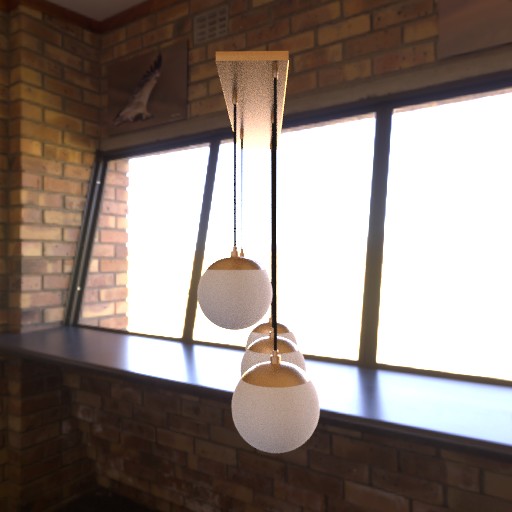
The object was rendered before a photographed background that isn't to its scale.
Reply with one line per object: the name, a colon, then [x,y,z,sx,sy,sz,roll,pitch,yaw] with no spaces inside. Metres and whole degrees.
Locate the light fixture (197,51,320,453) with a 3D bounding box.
light fixture: [0.000,0.000,1.329,0.299,0.869,0.863,0,-1,1]
